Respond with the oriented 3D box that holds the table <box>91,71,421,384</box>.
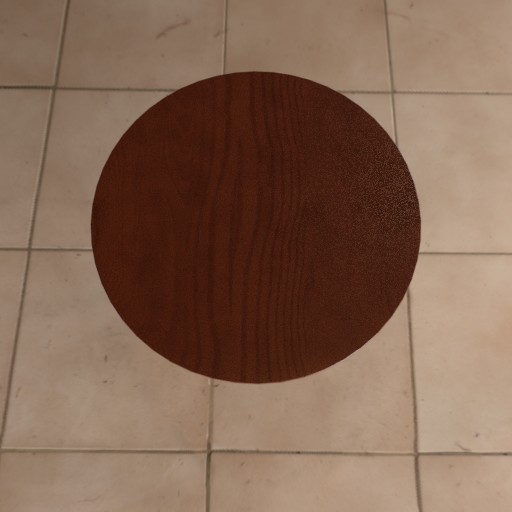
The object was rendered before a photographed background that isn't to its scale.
[{"bbox_3d":[0.000,0.000,1.096,0.597,0.612,0.597,0,75,0],"label":"table"}]
